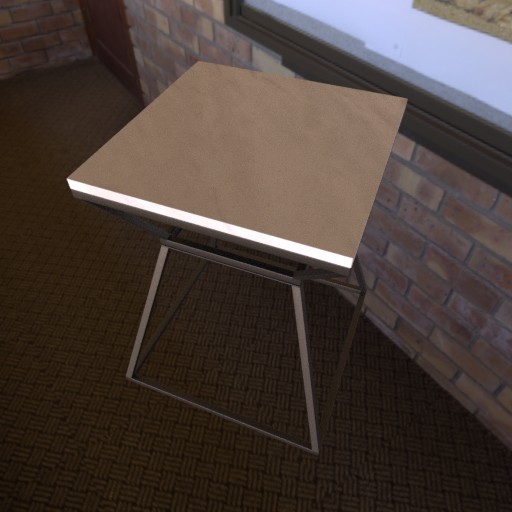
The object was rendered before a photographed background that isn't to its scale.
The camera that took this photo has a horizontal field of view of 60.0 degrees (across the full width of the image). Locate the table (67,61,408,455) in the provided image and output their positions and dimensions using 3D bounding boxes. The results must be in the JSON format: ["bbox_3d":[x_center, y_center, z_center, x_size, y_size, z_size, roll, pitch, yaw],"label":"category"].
[{"bbox_3d":[0.000,0.000,0.895,0.455,0.559,0.455,16,49,15],"label":"table"}]
